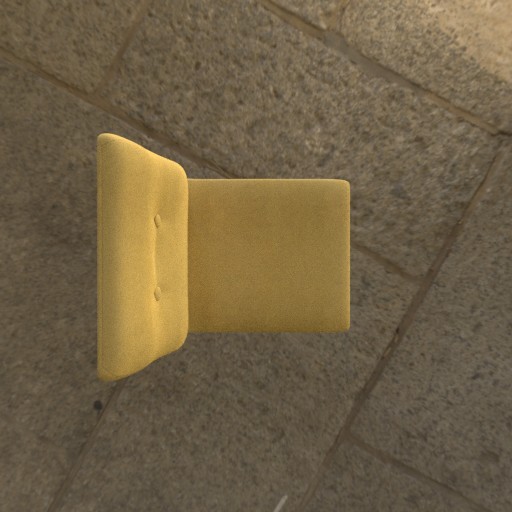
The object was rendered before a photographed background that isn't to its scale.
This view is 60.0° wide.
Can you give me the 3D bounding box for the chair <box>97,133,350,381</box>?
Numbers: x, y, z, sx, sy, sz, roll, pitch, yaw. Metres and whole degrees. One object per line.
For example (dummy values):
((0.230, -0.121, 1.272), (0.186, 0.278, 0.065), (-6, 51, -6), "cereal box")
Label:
((0.000, 0.000, 1.252), (0.550, 0.965, 0.450), (0, 90, 0), "chair")
